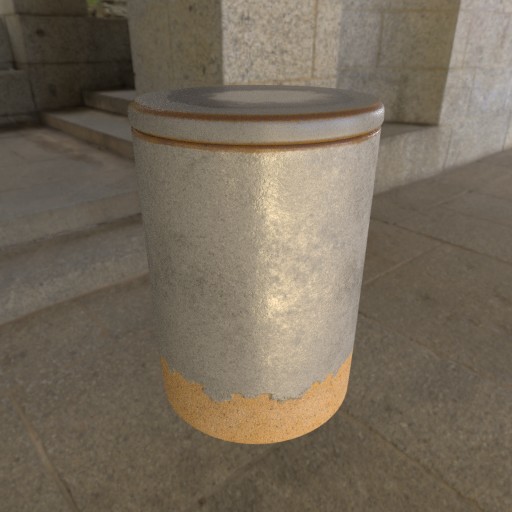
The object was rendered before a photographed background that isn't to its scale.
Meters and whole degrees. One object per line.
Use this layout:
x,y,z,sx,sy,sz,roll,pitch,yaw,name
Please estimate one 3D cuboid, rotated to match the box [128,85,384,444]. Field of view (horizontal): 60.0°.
0.000,0.000,0.245,0.118,0.168,0.118,0,26,0,box
